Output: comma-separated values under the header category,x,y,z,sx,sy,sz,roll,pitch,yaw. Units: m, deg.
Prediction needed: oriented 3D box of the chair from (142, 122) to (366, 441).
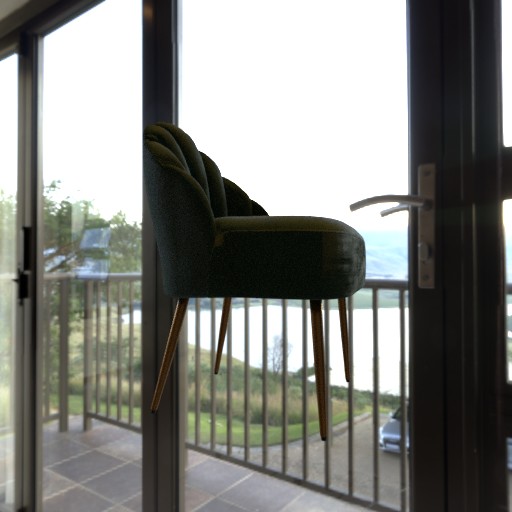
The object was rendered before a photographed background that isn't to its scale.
category,x,y,z,sx,sy,sz,roll,pitch,yaw
chair,0.000,0.000,1.288,0.599,0.819,0.657,0,-1,18
